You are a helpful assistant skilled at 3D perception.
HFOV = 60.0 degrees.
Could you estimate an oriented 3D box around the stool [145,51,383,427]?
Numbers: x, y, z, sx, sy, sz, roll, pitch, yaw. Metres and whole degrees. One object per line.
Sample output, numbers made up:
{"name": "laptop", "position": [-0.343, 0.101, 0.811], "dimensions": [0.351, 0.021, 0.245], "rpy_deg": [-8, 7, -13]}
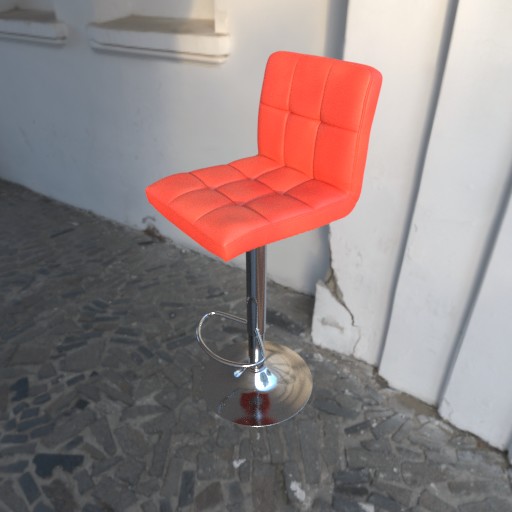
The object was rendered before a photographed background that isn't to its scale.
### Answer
{"name": "stool", "position": [0.000, 0.000, 1.391], "dimensions": [0.505, 1.115, 0.430], "rpy_deg": [-22, 38, -31]}
